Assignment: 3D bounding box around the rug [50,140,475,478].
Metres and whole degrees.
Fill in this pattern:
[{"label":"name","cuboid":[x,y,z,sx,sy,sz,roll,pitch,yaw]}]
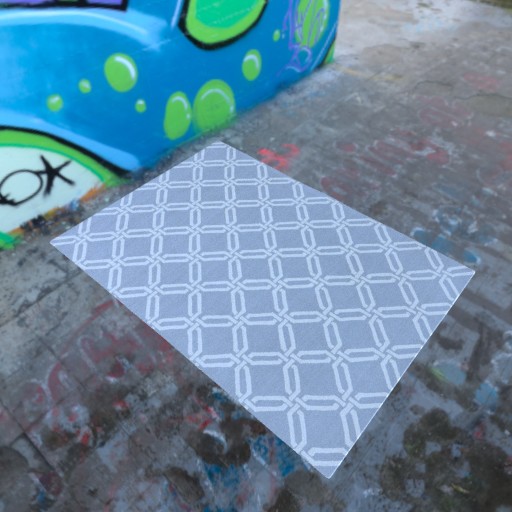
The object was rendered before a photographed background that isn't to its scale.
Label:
[{"label":"rug","cuboid":[0.000,0.000,2.711,2.133,0.013,1.522,32,55,26]}]
